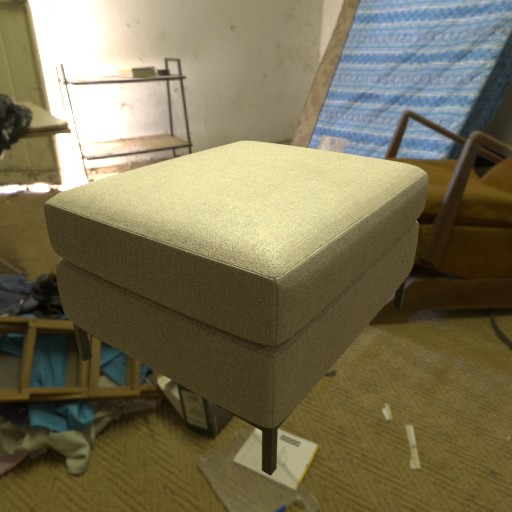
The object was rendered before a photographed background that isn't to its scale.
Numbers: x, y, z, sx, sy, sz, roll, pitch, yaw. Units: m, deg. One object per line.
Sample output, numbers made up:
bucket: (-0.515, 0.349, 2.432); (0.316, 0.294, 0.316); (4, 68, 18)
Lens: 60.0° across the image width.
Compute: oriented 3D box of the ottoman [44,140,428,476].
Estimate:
ottoman: (0.000, 0.000, 1.208); (0.671, 0.490, 0.820); (17, 31, 32)
